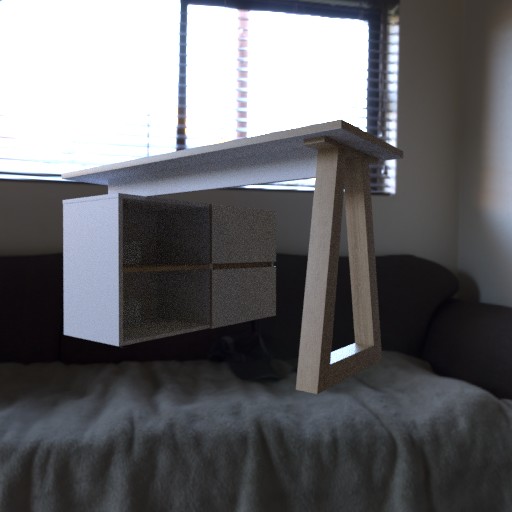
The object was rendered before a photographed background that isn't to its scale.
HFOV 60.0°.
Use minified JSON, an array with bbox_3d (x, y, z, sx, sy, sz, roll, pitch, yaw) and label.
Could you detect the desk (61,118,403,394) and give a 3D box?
[{"bbox_3d":[0.000,0.000,2.048,1.404,0.755,1.098,1,1,37],"label":"desk"}]
